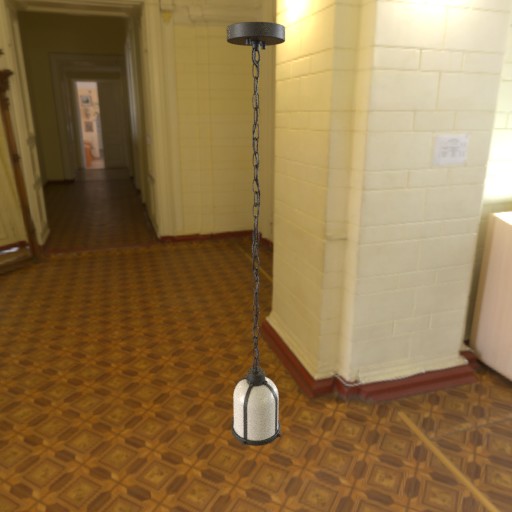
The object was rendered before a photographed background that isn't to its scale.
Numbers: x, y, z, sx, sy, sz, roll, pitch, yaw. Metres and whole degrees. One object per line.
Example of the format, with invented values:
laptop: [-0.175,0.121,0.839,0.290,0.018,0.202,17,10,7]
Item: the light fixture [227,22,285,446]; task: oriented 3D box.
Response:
light fixture: [0.000,0.000,1.270,0.178,1.181,0.178,9,19,26]
